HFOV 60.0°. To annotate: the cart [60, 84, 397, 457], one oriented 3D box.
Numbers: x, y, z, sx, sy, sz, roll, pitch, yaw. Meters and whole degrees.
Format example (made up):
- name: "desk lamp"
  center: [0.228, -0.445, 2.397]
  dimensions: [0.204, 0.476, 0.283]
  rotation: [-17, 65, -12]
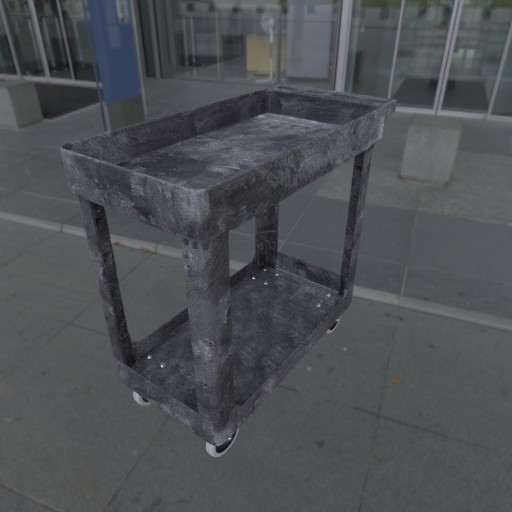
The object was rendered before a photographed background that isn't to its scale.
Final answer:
- name: "cart"
  center: [0.000, 0.000, 1.349]
  dimensions: [0.420, 0.824, 0.877]
  rotation: [21, 37, 31]
